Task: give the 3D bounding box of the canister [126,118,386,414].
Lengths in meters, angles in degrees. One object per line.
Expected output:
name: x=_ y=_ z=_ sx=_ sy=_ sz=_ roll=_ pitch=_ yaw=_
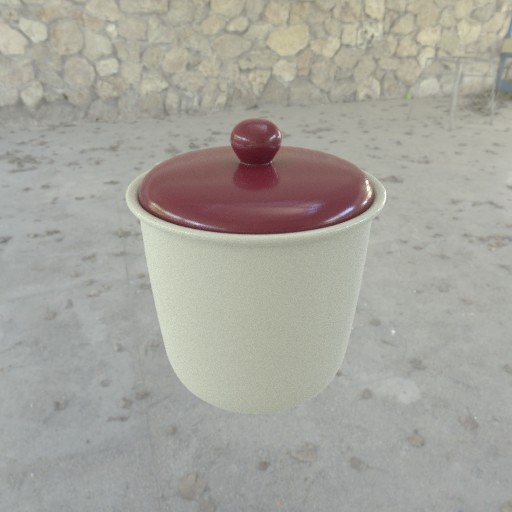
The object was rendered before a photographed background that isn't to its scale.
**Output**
canister: x=0.000 y=0.000 z=0.346 sx=0.182 sy=0.208 sz=0.182 roll=0 pitch=28 yaw=0
